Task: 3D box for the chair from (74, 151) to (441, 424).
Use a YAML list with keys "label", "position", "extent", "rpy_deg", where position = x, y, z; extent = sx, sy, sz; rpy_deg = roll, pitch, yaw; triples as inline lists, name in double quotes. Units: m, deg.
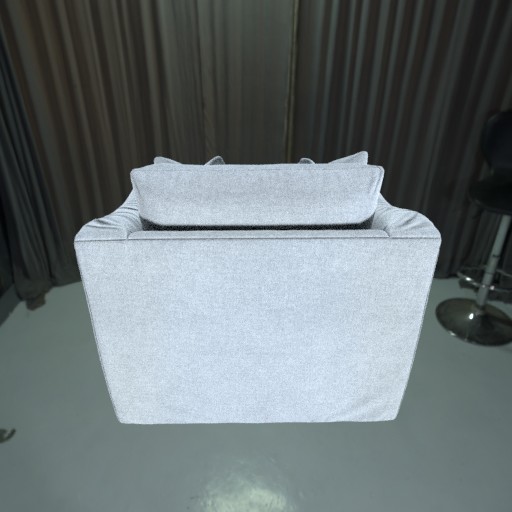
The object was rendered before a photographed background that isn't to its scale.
- label: "chair"
  position: [0.000, 0.000, 2.017]
  extent: [1.194, 1.059, 1.071]
  rpy_deg: [0, 30, -1]
